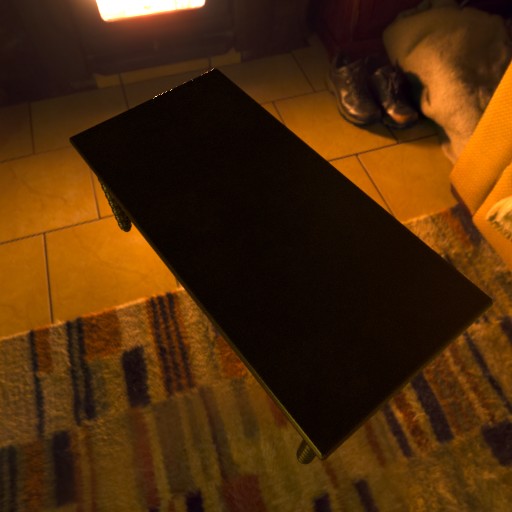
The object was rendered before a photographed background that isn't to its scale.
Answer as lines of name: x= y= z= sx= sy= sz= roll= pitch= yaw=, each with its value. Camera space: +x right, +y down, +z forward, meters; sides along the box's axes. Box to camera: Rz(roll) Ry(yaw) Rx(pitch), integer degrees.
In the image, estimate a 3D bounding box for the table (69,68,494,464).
table: x=0.000 y=0.000 z=1.435 sx=0.580 sy=0.487 sz=1.171 roll=-34 pitch=64 yaw=-19
